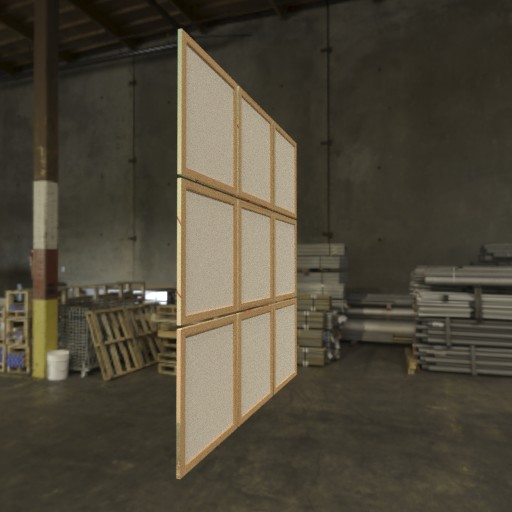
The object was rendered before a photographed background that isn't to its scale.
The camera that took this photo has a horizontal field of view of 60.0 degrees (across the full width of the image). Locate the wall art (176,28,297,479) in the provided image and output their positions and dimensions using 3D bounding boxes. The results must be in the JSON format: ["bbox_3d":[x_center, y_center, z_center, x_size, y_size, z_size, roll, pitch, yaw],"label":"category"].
[{"bbox_3d":[0.000,0.000,1.770,0.013,1.219,1.214,0,-1,20],"label":"wall art"}]
